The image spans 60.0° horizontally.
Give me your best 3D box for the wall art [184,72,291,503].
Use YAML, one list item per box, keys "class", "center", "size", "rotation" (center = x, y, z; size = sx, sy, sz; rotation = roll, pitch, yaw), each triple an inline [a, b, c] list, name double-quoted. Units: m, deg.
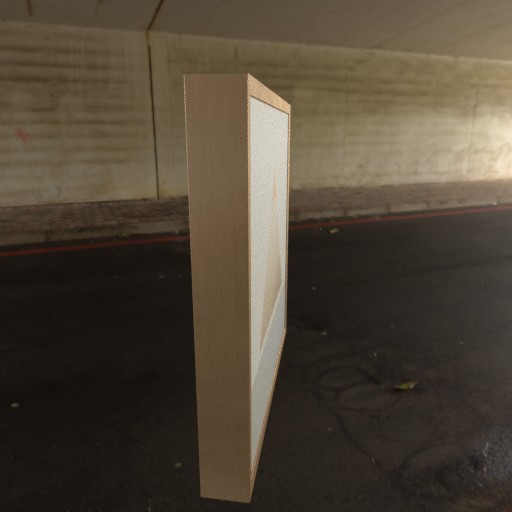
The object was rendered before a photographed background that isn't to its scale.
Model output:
- class: "wall art"
  center: [0.000, 0.000, 0.443]
  size: [0.038, 0.303, 0.305]
  rotation: [2, 16, 9]
